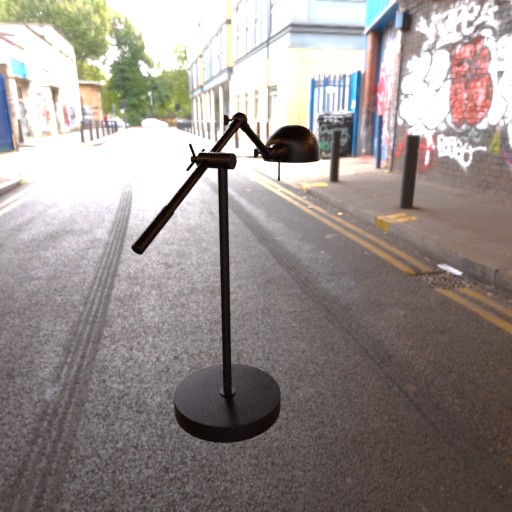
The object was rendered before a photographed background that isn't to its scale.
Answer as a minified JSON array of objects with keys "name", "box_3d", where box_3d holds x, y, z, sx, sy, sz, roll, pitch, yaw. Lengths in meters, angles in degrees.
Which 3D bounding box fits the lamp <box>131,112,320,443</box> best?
[{"name":"lamp","box_3d":[0.000,0.000,0.801,0.185,0.495,0.567,9,19,26]}]
